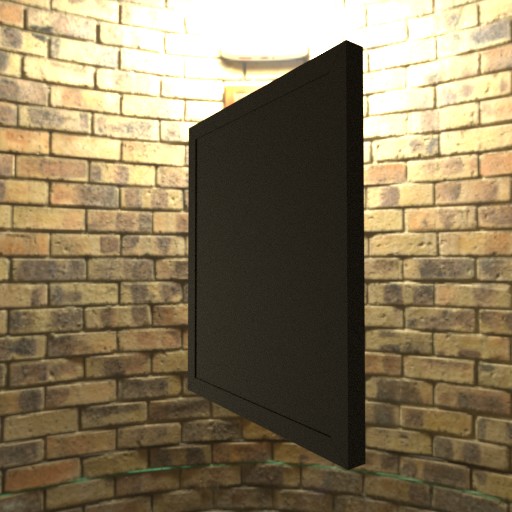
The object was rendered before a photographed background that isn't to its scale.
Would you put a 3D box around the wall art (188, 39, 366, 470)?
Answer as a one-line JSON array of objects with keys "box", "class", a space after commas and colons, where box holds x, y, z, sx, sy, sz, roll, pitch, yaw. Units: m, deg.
[{"box": [0.000, 0.000, 0.770, 0.033, 0.559, 0.457, 1, -2, -35], "class": "wall art"}]
